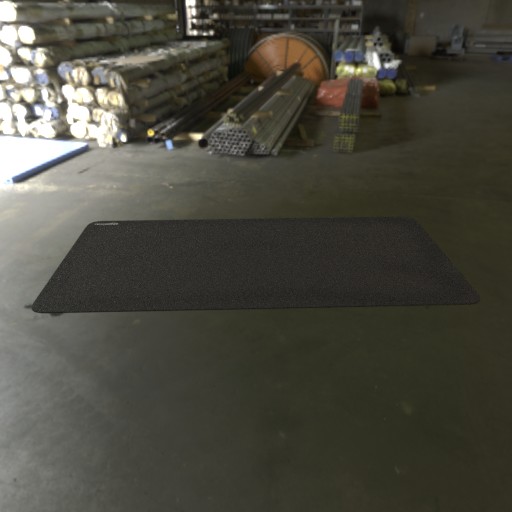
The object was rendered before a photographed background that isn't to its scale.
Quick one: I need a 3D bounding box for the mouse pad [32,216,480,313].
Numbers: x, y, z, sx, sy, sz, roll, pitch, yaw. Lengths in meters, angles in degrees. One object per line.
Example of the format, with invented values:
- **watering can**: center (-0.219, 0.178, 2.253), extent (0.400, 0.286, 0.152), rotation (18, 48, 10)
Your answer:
- **mouse pad**: center (0.000, 0.000, 1.058), extent (0.907, 0.003, 0.424), rotation (-1, 29, -2)
